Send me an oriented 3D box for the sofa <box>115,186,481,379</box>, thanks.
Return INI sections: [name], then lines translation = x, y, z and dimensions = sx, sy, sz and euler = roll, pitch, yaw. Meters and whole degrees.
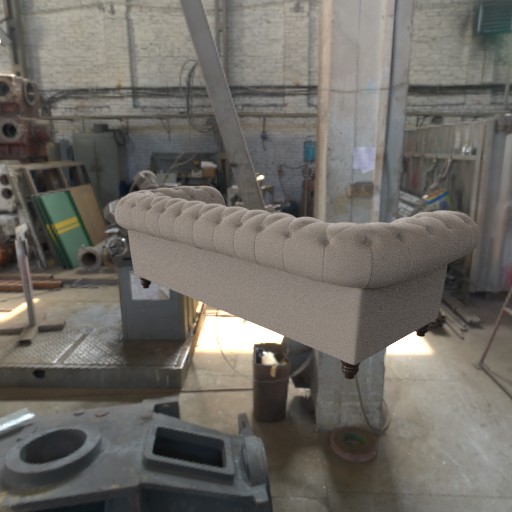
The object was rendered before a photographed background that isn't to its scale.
[sofa]
translation = 0.000, 0.000, 2.859
dimensions = 0.991, 0.749, 2.411
euler = -13, 19, -42
